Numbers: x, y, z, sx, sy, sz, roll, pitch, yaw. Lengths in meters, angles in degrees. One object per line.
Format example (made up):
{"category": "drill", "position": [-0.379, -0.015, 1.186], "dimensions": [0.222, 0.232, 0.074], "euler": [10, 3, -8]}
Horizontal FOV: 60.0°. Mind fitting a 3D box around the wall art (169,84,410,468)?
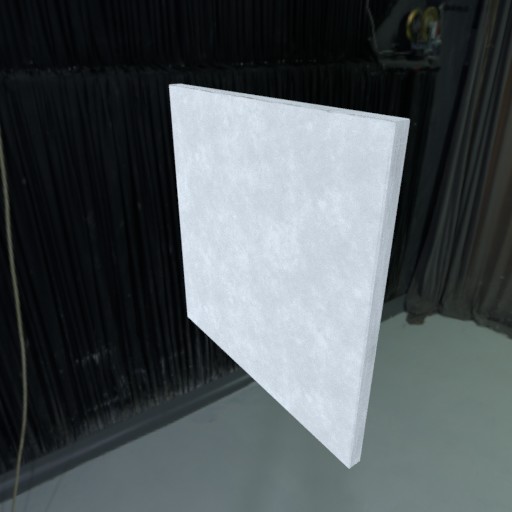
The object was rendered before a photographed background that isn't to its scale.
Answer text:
{"category": "wall art", "position": [0.000, 0.000, 0.446], "dimensions": [0.015, 0.303, 0.303], "euler": [-18, 31, -32]}
